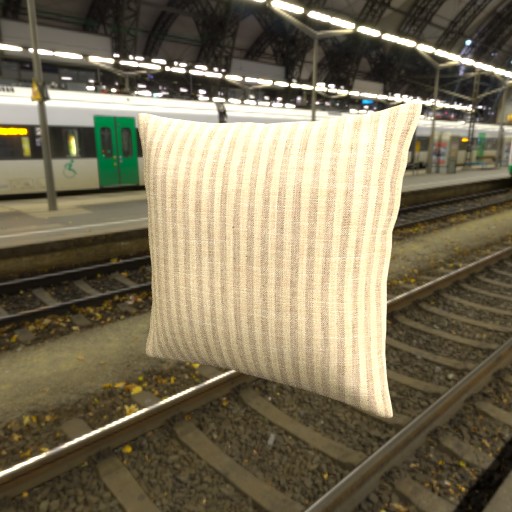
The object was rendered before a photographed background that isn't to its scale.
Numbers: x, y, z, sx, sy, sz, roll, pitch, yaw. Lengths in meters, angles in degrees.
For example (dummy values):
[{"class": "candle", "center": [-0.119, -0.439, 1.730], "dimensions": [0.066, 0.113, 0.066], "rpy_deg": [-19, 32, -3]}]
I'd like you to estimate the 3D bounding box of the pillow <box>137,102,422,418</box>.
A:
[{"class": "pillow", "center": [0.000, 0.000, 0.803], "dimensions": [0.523, 0.510, 0.166], "rpy_deg": [7, 15, 25]}]
